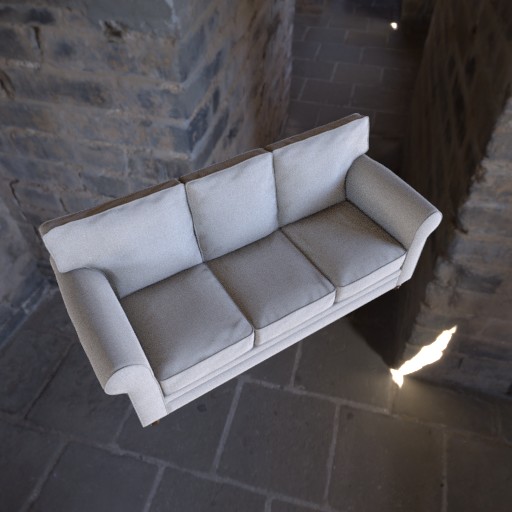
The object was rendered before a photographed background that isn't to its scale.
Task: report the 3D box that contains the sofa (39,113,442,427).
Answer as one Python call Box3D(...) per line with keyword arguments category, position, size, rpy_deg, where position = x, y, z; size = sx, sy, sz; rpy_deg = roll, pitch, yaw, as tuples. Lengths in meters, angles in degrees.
Box3D(category="sofa", position=(0.000, 0.000, 2.600), size=(2.084, 0.961, 0.916), rpy_deg=(-24, 51, -21))
